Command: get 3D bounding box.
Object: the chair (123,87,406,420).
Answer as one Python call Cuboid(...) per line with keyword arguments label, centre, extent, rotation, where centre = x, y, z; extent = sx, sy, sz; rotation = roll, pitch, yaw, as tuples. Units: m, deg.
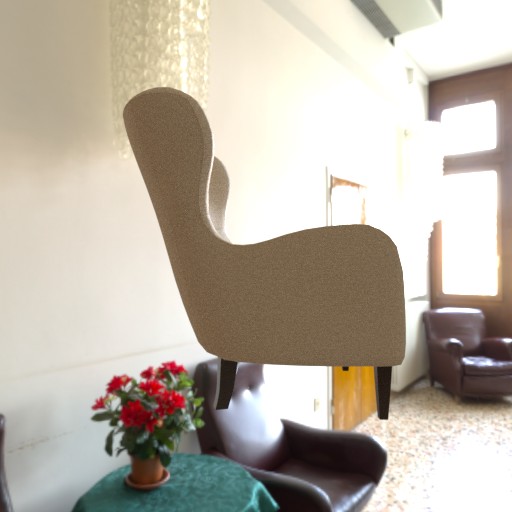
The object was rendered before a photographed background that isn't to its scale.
Cuboid(label="chair", centre=(0.000, 0.000, 1.779), extent=(0.984, 1.064, 0.861), rotation=(0, -1, 1))
